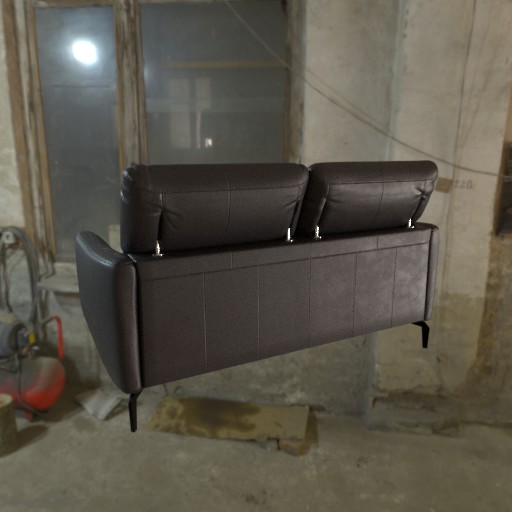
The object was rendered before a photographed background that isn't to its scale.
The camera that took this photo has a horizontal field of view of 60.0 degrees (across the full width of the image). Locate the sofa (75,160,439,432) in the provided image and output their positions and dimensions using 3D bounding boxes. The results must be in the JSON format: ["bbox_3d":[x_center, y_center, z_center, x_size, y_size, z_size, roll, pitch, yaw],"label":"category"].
[{"bbox_3d":[0.000,0.000,2.171,1.596,0.920,0.958,-7,15,-27],"label":"sofa"}]
